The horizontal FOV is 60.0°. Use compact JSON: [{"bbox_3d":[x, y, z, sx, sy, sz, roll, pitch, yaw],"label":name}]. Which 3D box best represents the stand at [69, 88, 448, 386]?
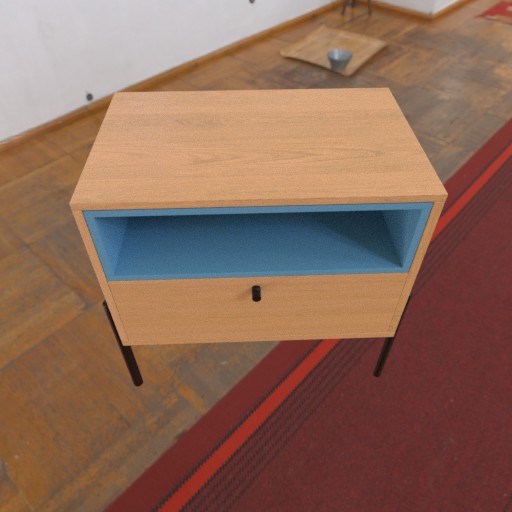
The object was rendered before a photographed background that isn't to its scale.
[{"bbox_3d":[0.000,0.000,1.015,0.630,0.600,0.400,-2,45,-2],"label":"stand"}]
